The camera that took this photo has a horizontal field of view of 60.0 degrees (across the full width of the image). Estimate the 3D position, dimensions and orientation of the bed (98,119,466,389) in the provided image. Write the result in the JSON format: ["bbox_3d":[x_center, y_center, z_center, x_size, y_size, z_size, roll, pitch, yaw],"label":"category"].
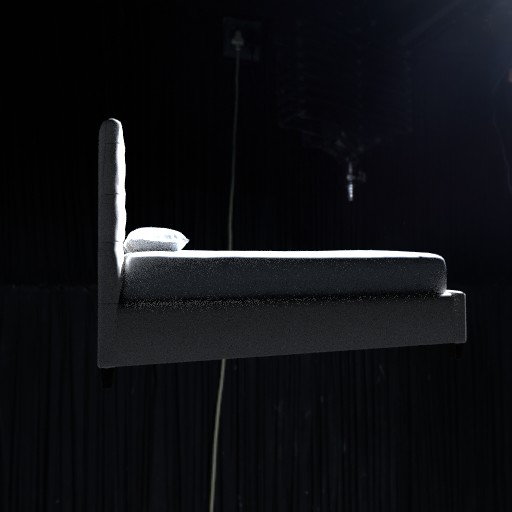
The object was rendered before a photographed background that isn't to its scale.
[{"bbox_3d":[0.000,0.000,3.645,2.387,1.427,2.078,0,-1,-18],"label":"bed"}]
